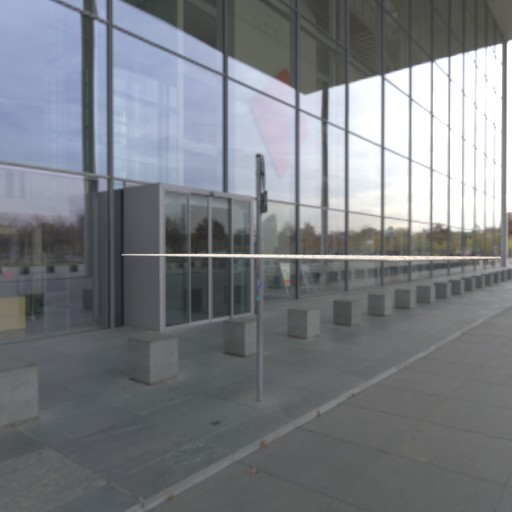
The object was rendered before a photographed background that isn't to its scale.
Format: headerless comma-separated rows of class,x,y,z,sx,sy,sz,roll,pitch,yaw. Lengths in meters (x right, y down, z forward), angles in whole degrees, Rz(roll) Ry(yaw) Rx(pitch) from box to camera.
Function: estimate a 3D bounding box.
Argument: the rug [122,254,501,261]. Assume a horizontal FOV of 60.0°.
rug,0.000,0.000,2.606,0.750,0.009,2.435,0,1,-36
